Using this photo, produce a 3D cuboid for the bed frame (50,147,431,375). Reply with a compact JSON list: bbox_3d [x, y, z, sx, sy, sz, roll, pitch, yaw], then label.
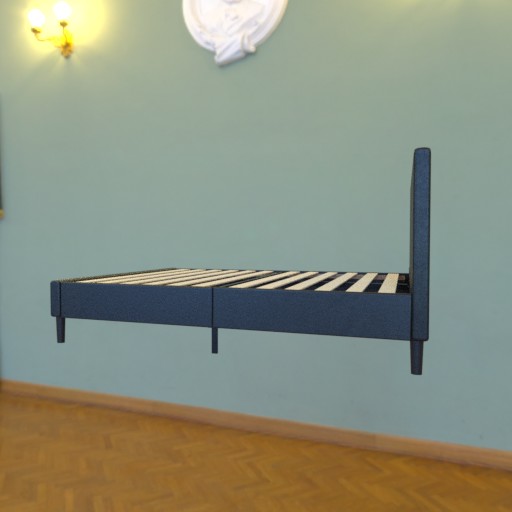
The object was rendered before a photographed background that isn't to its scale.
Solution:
[{"bbox_3d":[0.000,0.000,3.042,2.152,1.046,1.469,1,2,19],"label":"bed frame"}]
